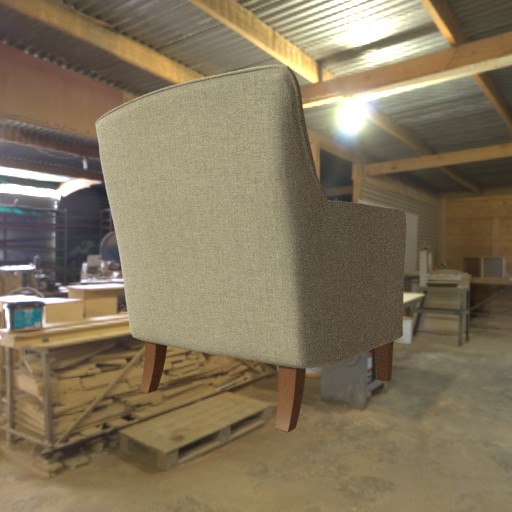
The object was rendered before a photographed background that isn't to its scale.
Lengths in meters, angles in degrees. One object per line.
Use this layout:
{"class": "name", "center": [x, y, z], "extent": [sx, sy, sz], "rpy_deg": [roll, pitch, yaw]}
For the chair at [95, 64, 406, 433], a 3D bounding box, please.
{"class": "chair", "center": [0.000, 0.000, 1.753], "extent": [0.887, 1.047, 0.993], "rpy_deg": [0, 0, 36]}
